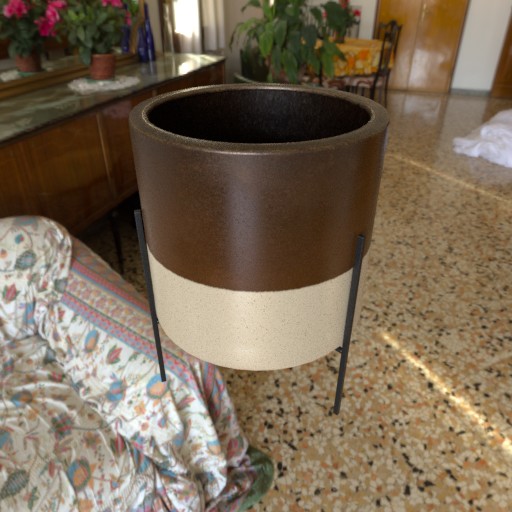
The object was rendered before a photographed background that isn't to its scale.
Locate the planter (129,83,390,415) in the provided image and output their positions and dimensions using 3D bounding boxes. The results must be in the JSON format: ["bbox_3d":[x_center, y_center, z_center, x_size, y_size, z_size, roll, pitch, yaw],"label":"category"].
[{"bbox_3d":[0.000,0.000,0.715,0.354,0.465,0.345,-9,33,-14],"label":"planter"}]
